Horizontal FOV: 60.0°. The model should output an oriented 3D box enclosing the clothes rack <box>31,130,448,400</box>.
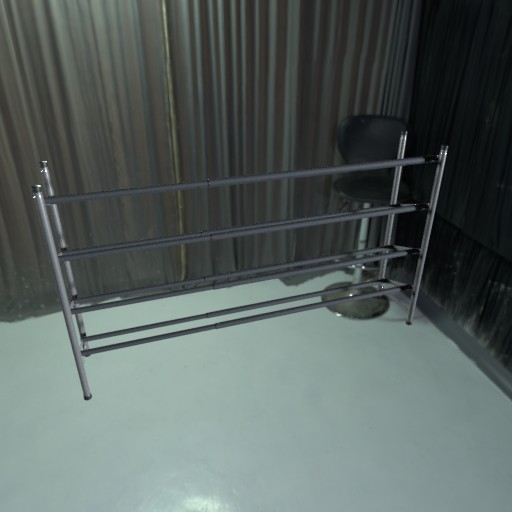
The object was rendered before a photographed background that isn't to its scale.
[{"bbox_3d":[0.000,0.000,1.431,1.168,0.672,0.229,-9,30,-16],"label":"clothes rack"}]
